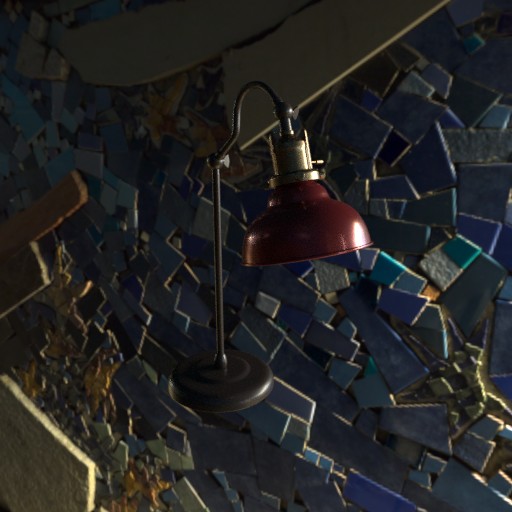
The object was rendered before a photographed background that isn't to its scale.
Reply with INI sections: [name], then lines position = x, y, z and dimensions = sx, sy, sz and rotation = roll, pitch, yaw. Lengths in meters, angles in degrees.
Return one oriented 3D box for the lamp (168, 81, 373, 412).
[lamp]
position = 0.000, 0.000, 0.686
dimensions = 0.192, 0.508, 0.374
rotation = -14, 20, -43
